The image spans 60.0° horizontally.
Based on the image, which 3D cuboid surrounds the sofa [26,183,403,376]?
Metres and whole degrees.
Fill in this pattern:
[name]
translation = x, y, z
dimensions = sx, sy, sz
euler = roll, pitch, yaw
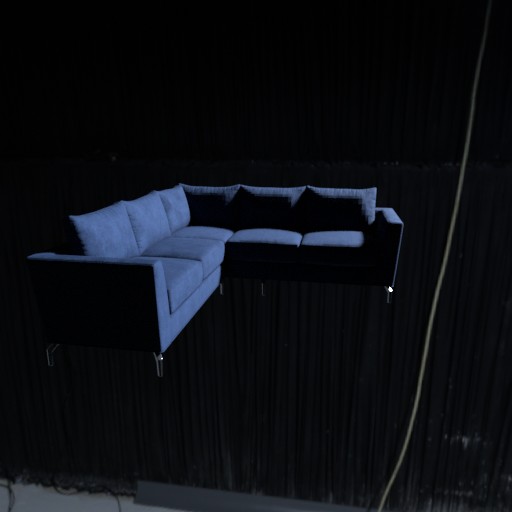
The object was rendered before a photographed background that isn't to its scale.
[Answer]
[sofa]
translation = 0.000, 0.000, 3.759
dimensions = 2.463, 0.988, 2.472
euler = 3, 15, 10
